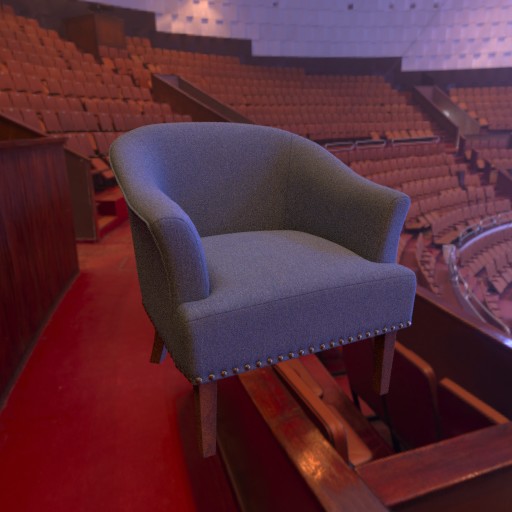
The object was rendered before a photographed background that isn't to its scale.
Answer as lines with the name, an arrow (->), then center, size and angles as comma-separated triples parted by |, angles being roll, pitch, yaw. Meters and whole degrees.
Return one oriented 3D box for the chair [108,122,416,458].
chair -> 0.000, 0.000, 1.402 | 0.798, 0.815, 0.704 | -8, 18, -27
